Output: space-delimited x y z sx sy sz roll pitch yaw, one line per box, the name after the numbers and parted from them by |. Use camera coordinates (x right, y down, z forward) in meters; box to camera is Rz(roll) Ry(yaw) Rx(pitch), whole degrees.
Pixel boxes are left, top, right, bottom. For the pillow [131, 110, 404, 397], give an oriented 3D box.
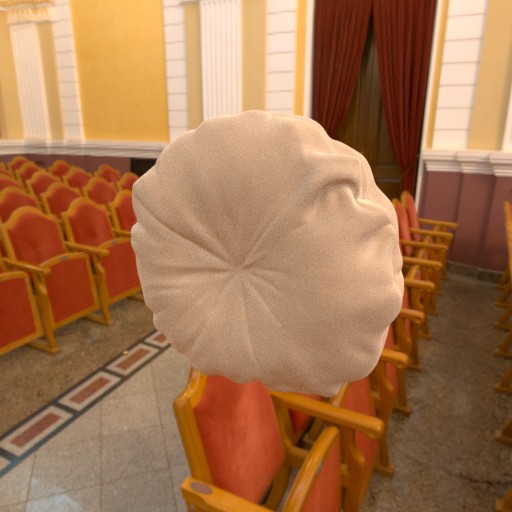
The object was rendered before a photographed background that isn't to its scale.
0.000 0.000 0.652 0.428 0.407 0.148 9 19 26 | pillow
